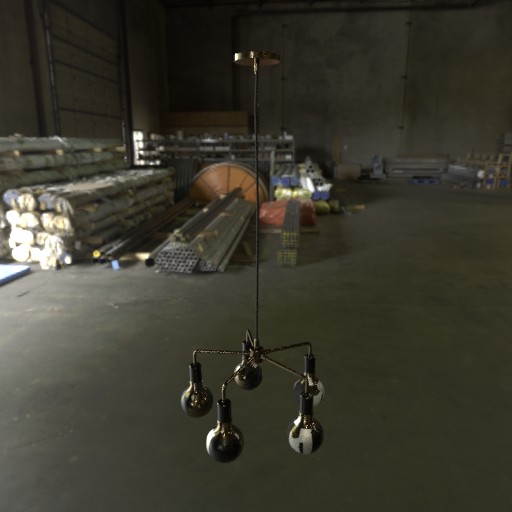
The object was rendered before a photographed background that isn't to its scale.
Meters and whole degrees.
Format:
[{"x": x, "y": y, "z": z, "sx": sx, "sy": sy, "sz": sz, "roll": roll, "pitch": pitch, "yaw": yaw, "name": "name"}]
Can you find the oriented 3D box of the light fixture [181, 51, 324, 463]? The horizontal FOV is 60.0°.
[{"x": 0.000, "y": 0.000, "z": 1.191, "sx": 0.438, "sy": 0.988, "sz": 0.421, "roll": -2, "pitch": 15, "yaw": -9, "name": "light fixture"}]
